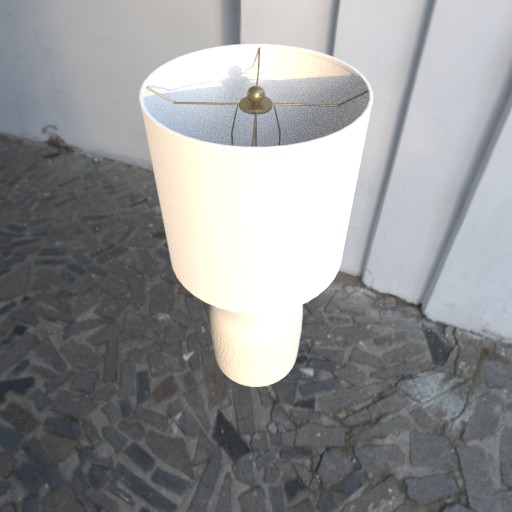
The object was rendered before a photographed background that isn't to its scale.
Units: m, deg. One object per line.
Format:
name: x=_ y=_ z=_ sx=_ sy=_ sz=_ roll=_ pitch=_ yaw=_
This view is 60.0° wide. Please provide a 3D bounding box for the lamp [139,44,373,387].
lamp: x=0.000 y=0.000 z=0.500 sx=0.188 sy=0.392 sz=0.188 roll=32 pitch=53 yaw=27
